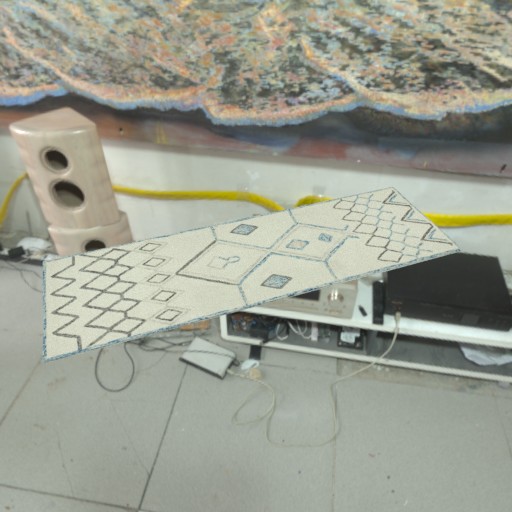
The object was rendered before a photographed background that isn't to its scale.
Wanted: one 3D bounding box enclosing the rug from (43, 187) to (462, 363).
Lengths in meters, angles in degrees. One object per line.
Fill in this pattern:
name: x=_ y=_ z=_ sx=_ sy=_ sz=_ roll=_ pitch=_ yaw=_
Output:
rug: x=0.000 y=0.000 z=2.694 sx=2.434 sy=0.013 sz=0.770 roll=-13 pitch=43 yaw=-15
